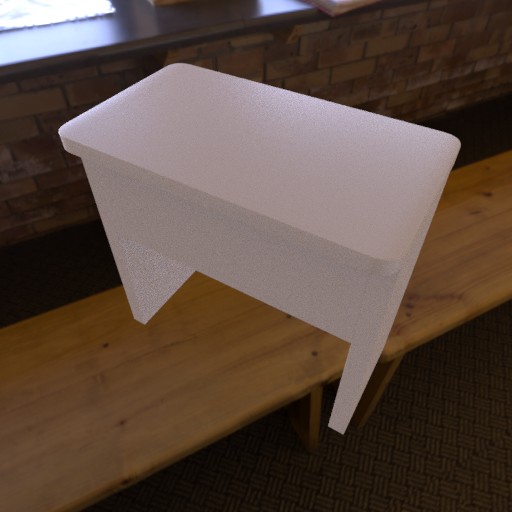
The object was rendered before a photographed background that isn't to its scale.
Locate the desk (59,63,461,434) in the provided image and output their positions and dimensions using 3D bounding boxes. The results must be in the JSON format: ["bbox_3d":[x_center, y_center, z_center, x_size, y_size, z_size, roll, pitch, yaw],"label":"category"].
[{"bbox_3d":[0.000,0.000,1.241,0.790,0.760,0.446,23,50,21],"label":"desk"}]
